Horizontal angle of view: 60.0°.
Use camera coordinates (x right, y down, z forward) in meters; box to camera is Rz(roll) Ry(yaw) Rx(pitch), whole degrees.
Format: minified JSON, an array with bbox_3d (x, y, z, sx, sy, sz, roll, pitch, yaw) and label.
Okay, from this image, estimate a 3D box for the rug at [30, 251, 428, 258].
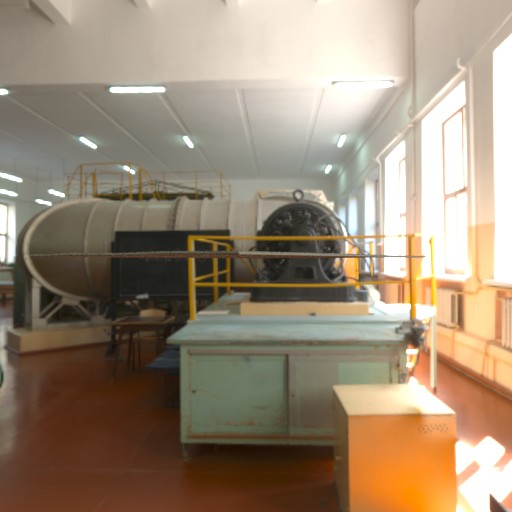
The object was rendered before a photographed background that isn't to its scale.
[{"bbox_3d":[0.000,0.000,4.043,2.158,0.024,3.063,0,-1,38],"label":"rug"}]
